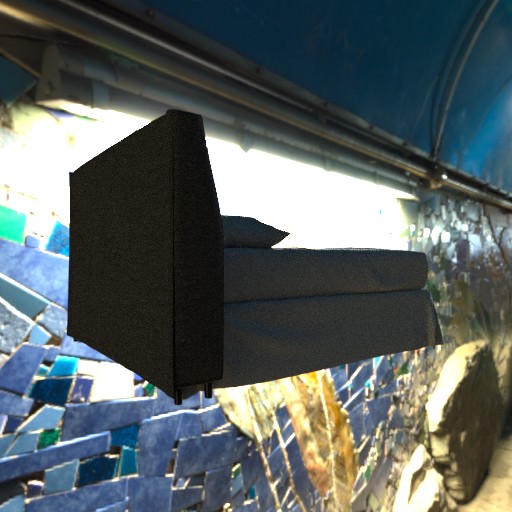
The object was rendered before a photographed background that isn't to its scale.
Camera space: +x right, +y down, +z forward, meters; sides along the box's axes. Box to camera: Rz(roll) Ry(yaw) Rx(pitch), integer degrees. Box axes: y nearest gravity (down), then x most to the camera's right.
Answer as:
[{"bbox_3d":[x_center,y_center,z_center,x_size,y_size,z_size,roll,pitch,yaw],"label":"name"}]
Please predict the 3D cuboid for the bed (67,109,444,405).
[{"bbox_3d":[0.000,0.000,3.346,2.276,1.332,1.925,0,0,-36],"label":"bed"}]
